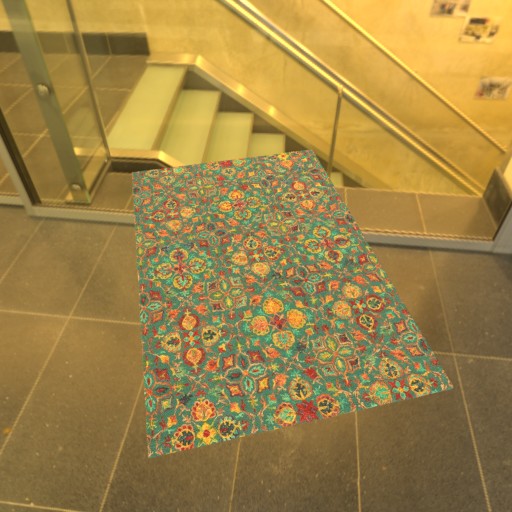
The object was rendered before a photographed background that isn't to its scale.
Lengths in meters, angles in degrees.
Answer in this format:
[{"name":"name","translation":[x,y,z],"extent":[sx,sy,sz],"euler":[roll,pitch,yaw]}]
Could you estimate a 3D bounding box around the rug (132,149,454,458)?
[{"name":"rug","translation":[0.000,0.000,2.903],"extent":[1.527,0.016,2.290],"euler":[-9,46,-9]}]
